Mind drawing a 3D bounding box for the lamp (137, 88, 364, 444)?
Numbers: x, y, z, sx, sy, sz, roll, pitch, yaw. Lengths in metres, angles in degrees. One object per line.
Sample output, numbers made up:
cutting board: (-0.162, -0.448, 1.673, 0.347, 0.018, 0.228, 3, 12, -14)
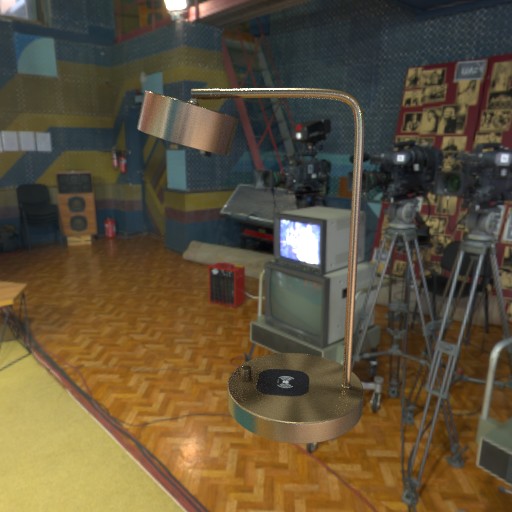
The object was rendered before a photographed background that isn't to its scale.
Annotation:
lamp: (0.000, 0.000, 0.530, 0.270, 0.380, 0.171, 2, 14, 8)
